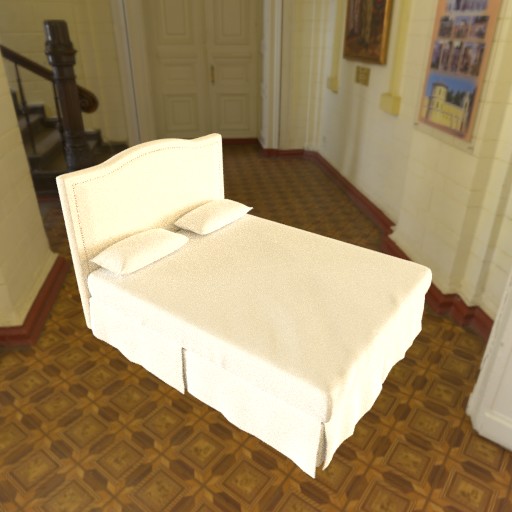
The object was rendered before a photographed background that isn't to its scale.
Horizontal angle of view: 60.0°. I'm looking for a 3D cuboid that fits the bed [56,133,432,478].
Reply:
[{"bbox_3d":[0.000,0.000,3.418,2.282,1.436,1.821,19,34,32],"label":"bed"}]
